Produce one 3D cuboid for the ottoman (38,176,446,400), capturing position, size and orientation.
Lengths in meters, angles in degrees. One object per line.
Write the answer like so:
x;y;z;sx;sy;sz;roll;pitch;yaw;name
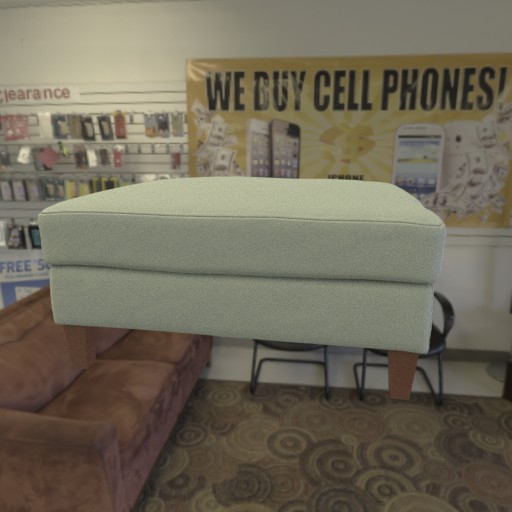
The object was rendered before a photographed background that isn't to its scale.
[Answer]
0.000;0.000;1.456;0.991;0.494;0.842;3;14;10;ottoman
